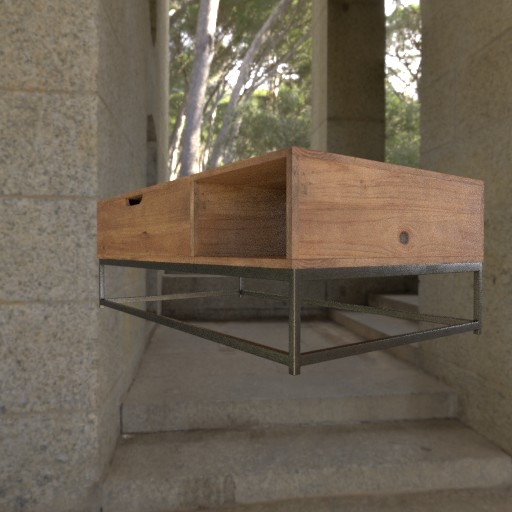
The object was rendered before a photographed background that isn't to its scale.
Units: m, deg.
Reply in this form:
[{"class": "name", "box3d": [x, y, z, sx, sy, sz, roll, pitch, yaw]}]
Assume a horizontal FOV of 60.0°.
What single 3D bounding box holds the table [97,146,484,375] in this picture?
[{"class": "table", "box3d": [0.000, 0.000, 1.393, 0.655, 0.395, 1.101, -1, 1, -36]}]
